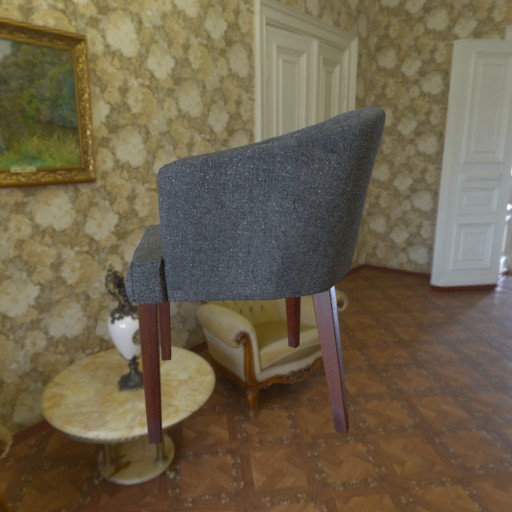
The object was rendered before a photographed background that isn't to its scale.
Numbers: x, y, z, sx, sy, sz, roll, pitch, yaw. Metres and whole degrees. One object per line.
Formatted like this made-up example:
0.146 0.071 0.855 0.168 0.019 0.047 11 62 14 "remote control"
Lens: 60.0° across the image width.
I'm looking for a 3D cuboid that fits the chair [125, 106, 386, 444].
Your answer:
0.000 0.000 1.261 0.655 0.811 0.583 -2 13 -8 "chair"
